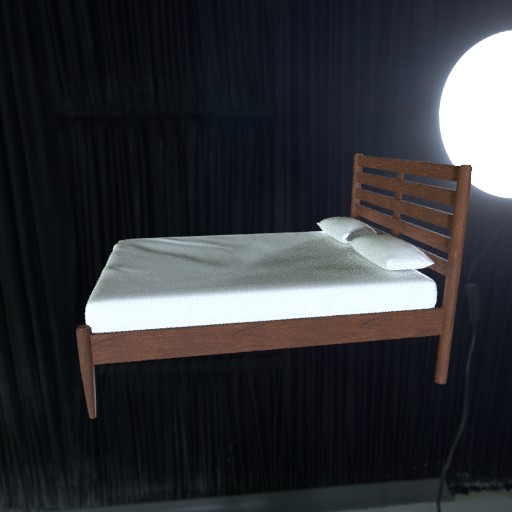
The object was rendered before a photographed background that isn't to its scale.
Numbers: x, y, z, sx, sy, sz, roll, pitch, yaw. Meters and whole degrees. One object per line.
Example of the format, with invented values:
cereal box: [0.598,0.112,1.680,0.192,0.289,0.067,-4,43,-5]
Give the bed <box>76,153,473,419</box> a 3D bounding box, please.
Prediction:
bed: [0.000,0.000,3.046,2.093,1.304,1.509,-3,15,-10]
